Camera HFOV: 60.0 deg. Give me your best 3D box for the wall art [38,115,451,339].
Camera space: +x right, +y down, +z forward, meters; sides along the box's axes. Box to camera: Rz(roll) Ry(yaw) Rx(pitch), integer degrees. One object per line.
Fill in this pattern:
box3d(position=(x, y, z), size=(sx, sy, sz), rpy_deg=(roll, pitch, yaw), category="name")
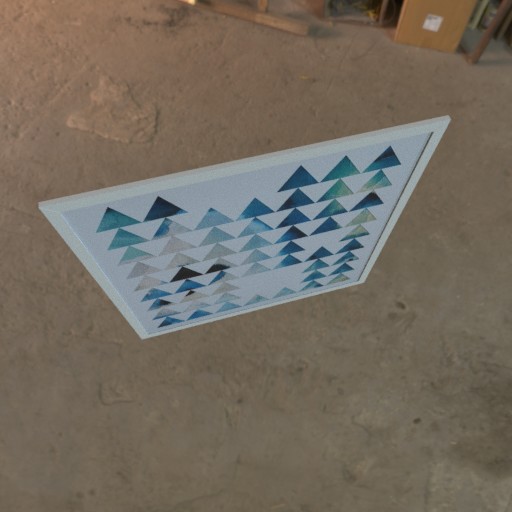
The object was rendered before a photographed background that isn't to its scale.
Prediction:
box3d(position=(0.000, 0.000, 1.204), size=(0.809, 0.809, 0.012), rpy_deg=(-14, 64, -7), category="wall art")
